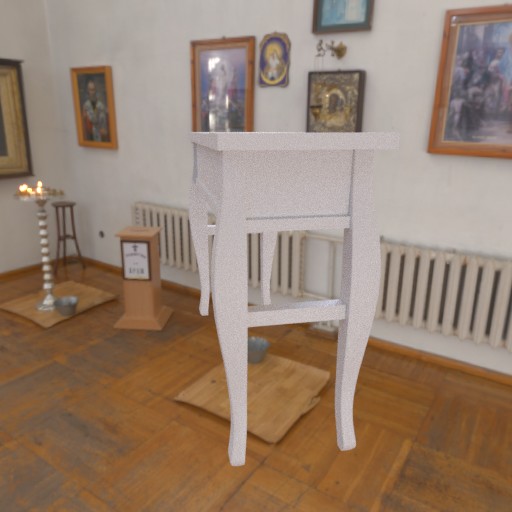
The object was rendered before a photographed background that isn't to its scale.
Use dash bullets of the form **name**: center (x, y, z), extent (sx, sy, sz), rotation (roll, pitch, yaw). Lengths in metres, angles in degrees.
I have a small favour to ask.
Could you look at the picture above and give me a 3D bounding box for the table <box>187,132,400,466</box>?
- **table**: center (0.000, 0.000, 1.429), extent (0.373, 0.768, 1.062), rotation (-3, 16, -11)
